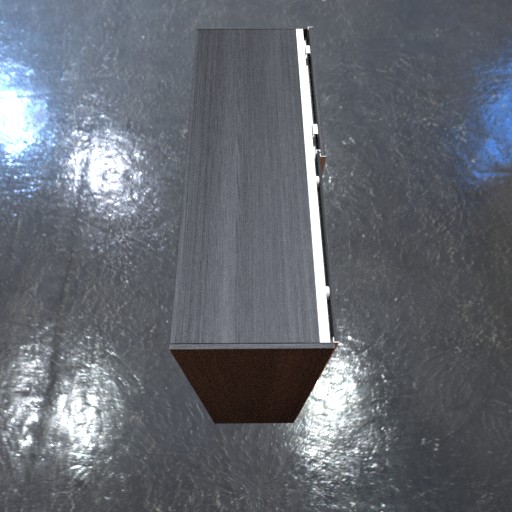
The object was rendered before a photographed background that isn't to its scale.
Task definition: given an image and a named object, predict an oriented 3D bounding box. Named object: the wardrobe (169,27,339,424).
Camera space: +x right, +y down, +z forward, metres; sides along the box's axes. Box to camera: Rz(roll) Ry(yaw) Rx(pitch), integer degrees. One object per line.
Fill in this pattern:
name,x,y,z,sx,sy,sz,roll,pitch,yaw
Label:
wardrobe,0.000,0.000,2.849,0.629,1.960,1.780,0,62,0
